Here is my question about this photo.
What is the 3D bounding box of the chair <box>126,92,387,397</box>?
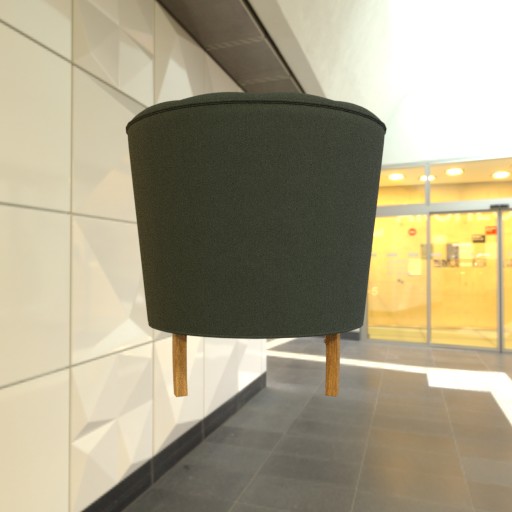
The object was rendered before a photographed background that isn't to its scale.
[{"bbox_3d":[0.000,0.000,1.352,0.740,0.771,0.718,0,-1,-1],"label":"chair"}]
